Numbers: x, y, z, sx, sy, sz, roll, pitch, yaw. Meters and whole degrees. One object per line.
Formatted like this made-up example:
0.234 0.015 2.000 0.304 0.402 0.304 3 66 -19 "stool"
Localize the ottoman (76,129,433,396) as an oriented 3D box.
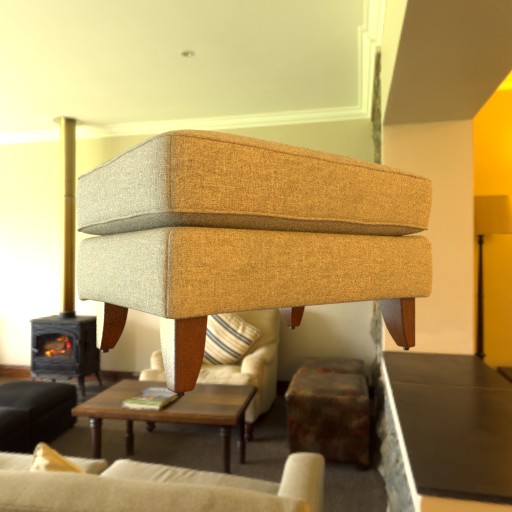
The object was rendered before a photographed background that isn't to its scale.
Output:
0.000 0.000 1.305 0.889 0.561 0.661 0 0 -36 "ottoman"
